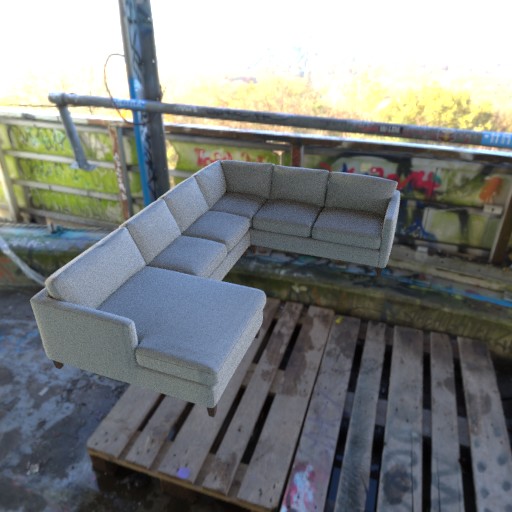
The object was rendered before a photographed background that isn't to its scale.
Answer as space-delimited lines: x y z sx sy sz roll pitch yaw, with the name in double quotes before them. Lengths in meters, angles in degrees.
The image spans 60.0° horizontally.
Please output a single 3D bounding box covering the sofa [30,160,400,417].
"sofa" 0.000 0.000 4.606 2.593 0.959 3.460 11 32 18
